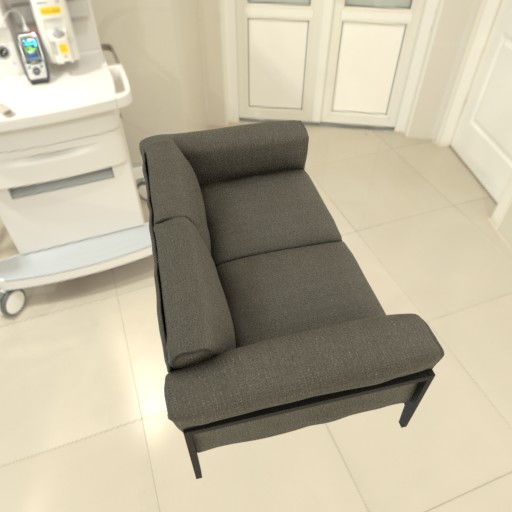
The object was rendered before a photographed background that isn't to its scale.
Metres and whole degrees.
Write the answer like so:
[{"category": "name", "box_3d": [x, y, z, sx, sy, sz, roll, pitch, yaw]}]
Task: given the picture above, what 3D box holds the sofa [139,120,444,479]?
[{"category": "sofa", "box_3d": [0.000, 0.000, 2.154, 0.960, 0.656, 1.690, -10, 46, -9]}]
